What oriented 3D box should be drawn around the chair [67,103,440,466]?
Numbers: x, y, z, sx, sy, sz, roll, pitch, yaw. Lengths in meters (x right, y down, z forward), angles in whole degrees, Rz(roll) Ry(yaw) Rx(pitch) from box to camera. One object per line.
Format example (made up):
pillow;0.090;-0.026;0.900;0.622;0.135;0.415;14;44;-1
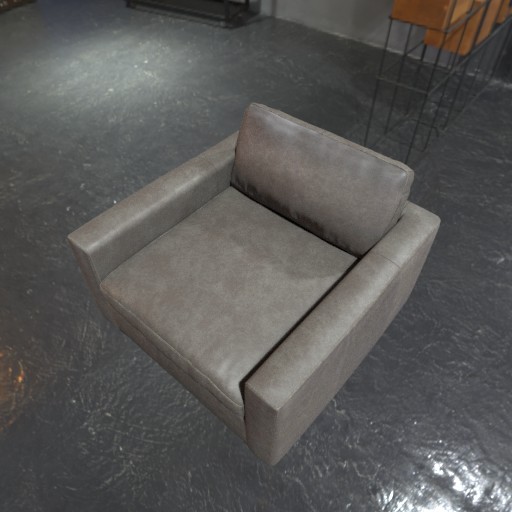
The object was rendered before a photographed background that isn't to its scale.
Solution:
chair;0.000;0.000;1.856;1.106;0.807;1.080;33;56;26
